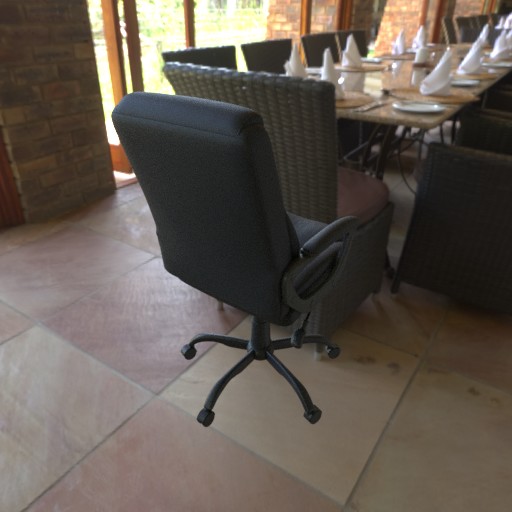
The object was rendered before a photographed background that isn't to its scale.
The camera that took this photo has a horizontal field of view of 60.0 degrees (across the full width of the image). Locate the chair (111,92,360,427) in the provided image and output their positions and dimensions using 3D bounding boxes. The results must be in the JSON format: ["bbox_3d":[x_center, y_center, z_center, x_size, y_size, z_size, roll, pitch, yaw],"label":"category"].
[{"bbox_3d":[0.000,0.000,1.465,0.615,1.072,0.655,21,35,32],"label":"chair"}]
